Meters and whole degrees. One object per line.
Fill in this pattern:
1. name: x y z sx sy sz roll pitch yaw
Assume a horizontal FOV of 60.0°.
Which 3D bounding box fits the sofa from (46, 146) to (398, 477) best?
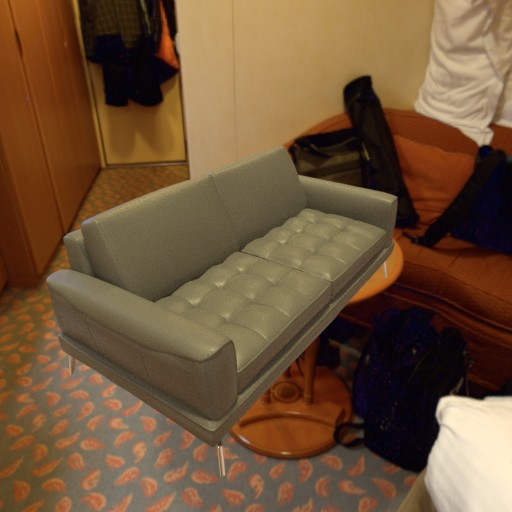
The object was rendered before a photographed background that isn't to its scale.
1. sofa: 0.000 0.000 2.750 1.121 0.930 2.177 18 33 30
